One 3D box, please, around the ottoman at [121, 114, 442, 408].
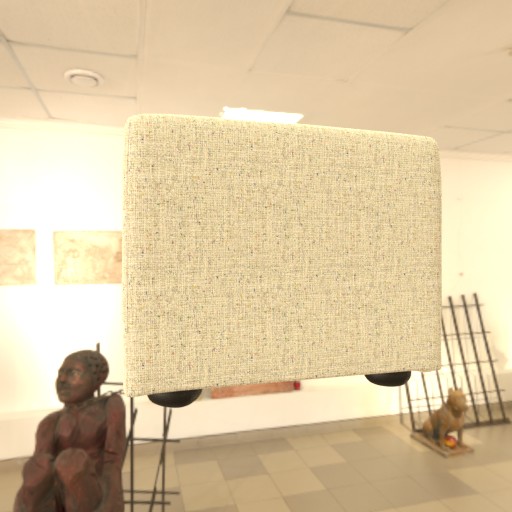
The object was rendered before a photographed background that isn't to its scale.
[{"bbox_3d":[0.000,0.000,0.907,0.521,0.453,0.512,0,1,-16],"label":"ottoman"}]
